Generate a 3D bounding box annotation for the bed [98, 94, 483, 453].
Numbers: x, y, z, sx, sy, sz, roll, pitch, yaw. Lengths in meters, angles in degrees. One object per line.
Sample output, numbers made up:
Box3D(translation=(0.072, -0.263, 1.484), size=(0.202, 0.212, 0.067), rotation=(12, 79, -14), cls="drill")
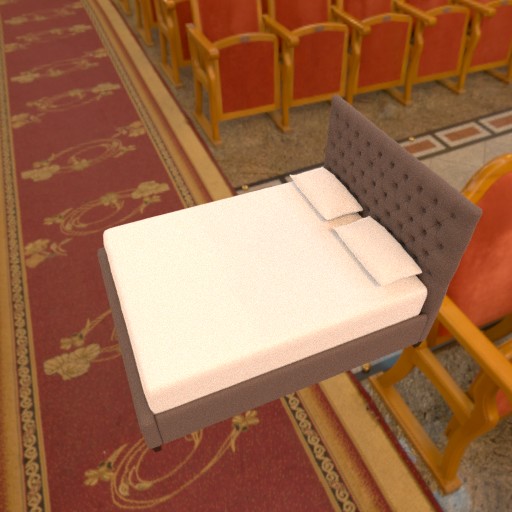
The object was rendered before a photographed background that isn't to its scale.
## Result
Box3D(translation=(0.000, 0.000, 3.326), size=(2.233, 1.426, 1.696), rotation=(-17, 47, -16), cls="bed")
